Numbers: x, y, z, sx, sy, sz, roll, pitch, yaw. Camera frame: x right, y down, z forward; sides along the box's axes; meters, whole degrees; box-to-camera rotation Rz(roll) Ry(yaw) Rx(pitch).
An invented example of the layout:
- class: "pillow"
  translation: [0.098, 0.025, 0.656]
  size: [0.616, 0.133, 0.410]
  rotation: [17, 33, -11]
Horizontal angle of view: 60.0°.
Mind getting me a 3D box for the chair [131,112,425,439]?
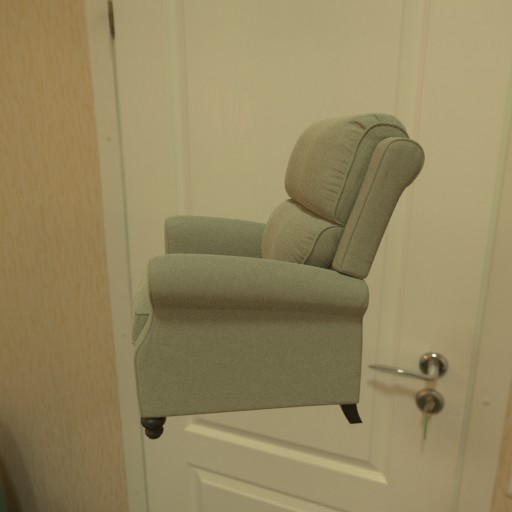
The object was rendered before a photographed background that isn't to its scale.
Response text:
- class: "chair"
  translation: [0.000, 0.000, 1.729]
  size: [0.919, 1.046, 0.859]
  rotation: [-2, 15, -7]
